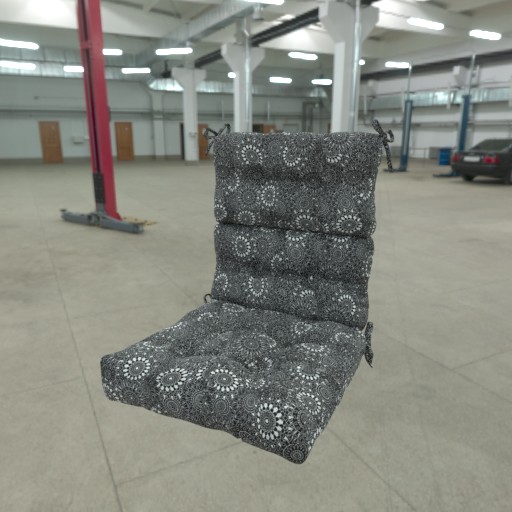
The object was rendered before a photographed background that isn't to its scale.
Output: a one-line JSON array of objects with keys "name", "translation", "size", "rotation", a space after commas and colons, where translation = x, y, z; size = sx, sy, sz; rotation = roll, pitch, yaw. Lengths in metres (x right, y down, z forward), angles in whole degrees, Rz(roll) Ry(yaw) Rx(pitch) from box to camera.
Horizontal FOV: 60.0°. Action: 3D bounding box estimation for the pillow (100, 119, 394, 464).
[{"name": "pillow", "translation": [0.000, 0.000, 1.017], "size": [0.519, 0.605, 0.571], "rotation": [8, 17, 26]}]
